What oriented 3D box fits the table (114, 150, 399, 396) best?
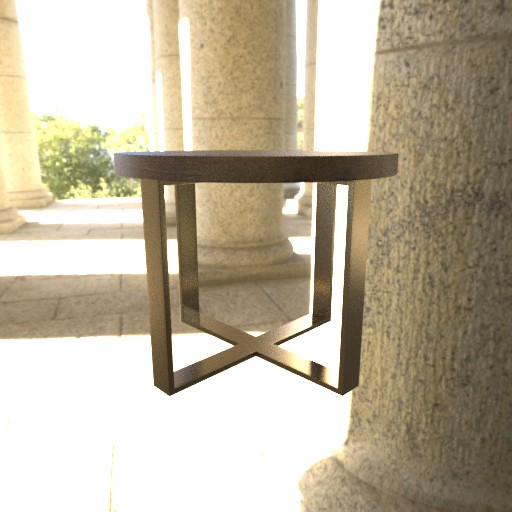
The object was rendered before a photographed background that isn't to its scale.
[{"bbox_3d":[0.000,0.000,0.961,0.557,0.437,0.557,0,14,0],"label":"table"}]
